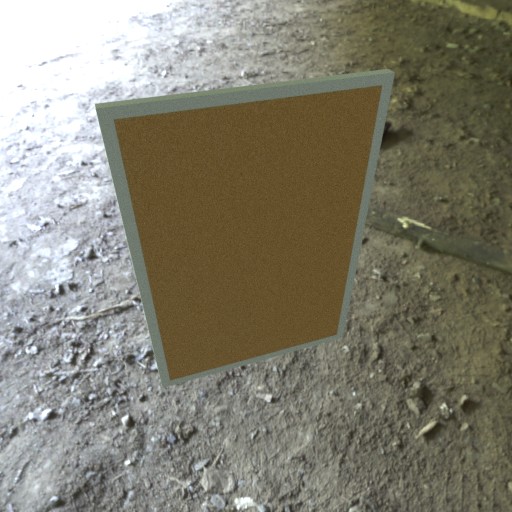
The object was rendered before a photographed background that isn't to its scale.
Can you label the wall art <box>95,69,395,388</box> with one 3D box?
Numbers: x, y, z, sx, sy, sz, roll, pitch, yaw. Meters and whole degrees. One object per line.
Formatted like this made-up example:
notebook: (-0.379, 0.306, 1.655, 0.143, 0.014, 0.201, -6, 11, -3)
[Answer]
wall art: (0.000, 0.000, 0.572, 0.303, 0.433, 0.013, -12, 42, -14)
